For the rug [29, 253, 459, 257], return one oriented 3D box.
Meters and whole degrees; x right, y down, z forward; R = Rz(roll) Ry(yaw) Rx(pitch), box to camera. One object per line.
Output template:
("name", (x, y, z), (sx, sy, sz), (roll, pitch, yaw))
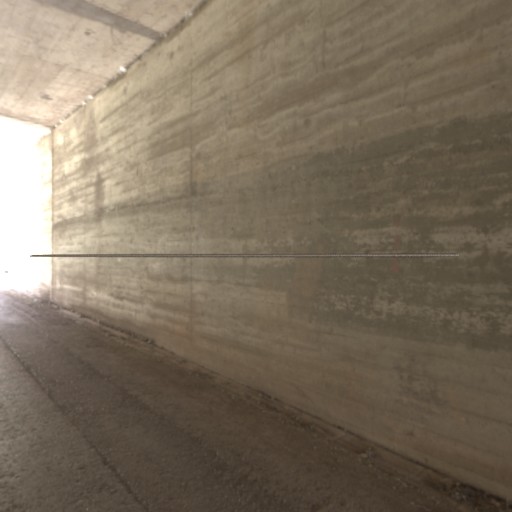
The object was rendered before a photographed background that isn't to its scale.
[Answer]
("rug", (0.000, 0.000, 3.544), (2.746, 0.018, 1.819), (0, 0, 17))
